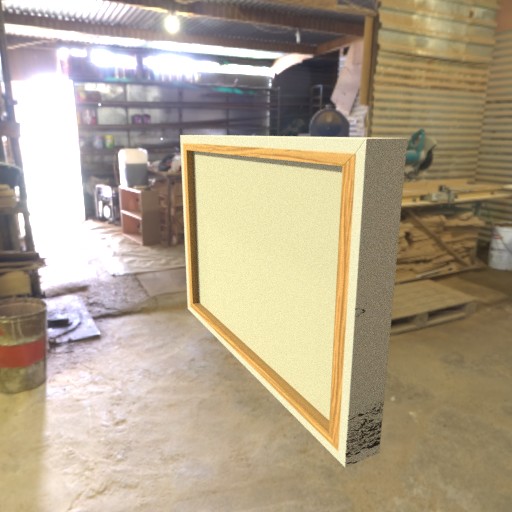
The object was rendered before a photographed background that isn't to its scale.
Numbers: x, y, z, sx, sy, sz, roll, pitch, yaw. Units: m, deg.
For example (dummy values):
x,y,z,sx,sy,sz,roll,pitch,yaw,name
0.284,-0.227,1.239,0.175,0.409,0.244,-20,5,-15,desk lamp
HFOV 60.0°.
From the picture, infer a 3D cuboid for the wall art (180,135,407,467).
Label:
x,y,z,sx,sy,sz,roll,pitch,yaw,name
0.000,0.000,0.496,0.038,0.259,0.381,-8,18,-27,wall art
